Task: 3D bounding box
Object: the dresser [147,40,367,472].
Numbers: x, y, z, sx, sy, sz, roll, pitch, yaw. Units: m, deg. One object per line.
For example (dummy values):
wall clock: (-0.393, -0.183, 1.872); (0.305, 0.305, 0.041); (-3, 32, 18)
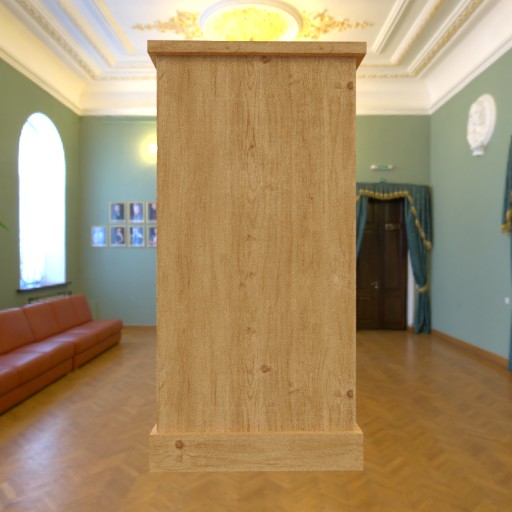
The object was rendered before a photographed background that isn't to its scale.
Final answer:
dresser: (0.000, 0.000, 1.267); (0.531, 1.041, 0.390); (0, 0, -1)
